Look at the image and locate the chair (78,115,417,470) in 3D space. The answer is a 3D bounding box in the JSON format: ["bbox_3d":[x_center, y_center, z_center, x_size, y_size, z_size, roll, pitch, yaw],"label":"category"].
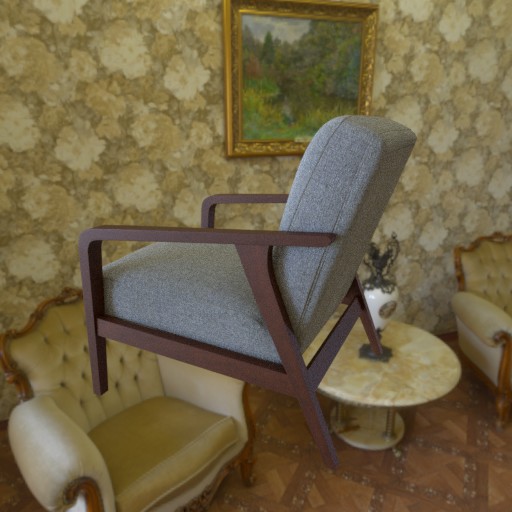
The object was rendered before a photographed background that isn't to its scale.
[{"bbox_3d":[0.000,0.000,1.415,0.858,0.847,0.704,7,18,24],"label":"chair"}]
